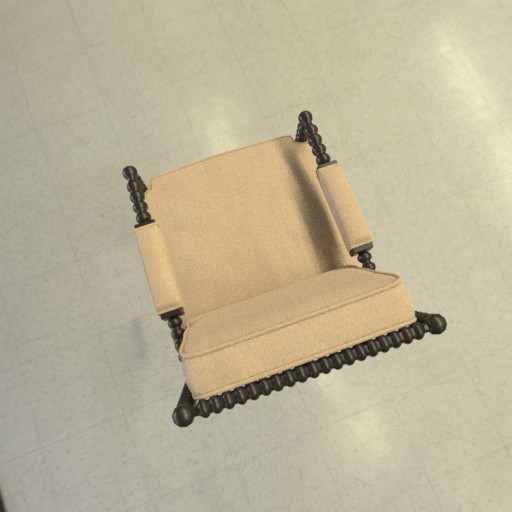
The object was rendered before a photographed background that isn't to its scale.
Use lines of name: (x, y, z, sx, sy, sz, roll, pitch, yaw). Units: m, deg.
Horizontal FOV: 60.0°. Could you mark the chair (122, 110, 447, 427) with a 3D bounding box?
chair: (0.000, 0.000, 1.186, 0.555, 0.703, 0.657, -19, 77, -5)
